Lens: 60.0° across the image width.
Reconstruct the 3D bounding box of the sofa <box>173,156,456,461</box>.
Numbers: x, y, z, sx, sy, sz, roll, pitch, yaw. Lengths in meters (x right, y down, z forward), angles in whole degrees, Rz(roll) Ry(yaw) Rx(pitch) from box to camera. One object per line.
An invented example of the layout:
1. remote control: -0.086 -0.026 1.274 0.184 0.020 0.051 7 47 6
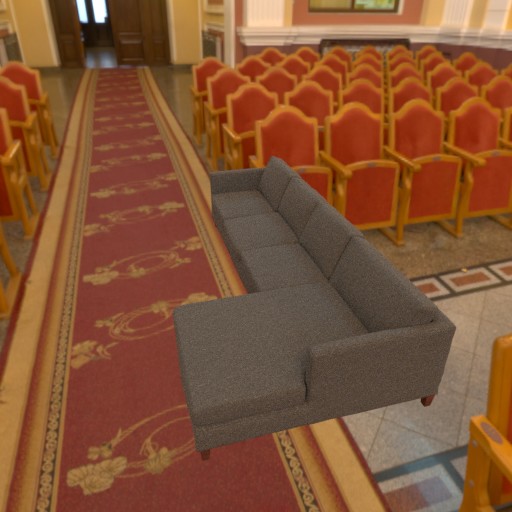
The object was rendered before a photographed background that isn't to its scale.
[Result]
1. sofa: 0.000 0.000 3.900 1.625 0.846 3.186 -8 31 -14
